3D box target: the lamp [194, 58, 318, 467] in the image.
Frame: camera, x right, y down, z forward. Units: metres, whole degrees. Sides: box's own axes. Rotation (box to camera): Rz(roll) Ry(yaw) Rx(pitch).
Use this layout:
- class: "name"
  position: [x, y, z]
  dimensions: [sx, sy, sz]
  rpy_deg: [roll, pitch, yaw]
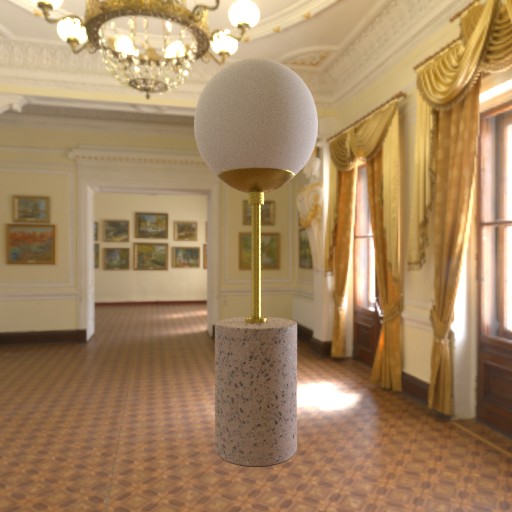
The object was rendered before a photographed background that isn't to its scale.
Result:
- class: "lamp"
  position: [0.000, 0.000, 0.554]
  dimensions: [0.153, 0.480, 0.153]
  rpy_deg: [0, 0, 0]
